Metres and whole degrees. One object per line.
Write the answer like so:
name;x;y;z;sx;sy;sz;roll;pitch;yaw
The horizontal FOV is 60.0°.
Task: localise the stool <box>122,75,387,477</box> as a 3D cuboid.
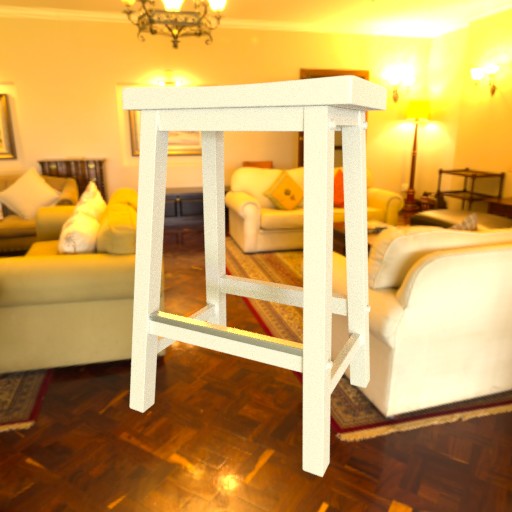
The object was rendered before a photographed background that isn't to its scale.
stool;0.000;0.000;0.856;0.406;0.610;0.322;8;18;26
